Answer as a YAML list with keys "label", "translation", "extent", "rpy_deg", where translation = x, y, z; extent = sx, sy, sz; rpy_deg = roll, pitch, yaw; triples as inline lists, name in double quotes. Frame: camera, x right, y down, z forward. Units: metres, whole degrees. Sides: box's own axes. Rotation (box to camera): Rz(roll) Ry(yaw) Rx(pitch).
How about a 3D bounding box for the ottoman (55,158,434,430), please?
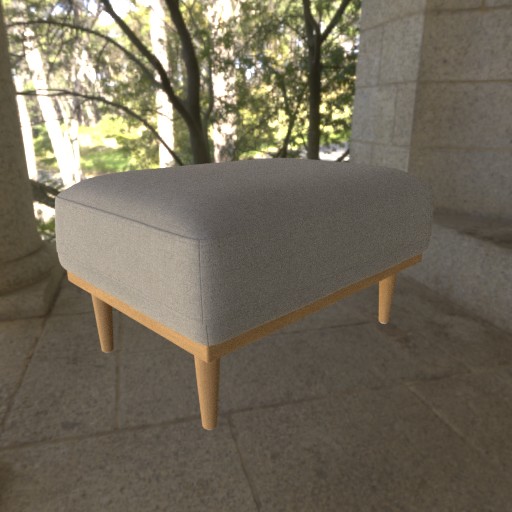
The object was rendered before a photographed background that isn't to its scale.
- label: "ottoman"
  translation: [0.000, 0.000, 1.068]
  extent: [0.749, 0.428, 0.549]
  rpy_deg: [-17, 24, -42]
